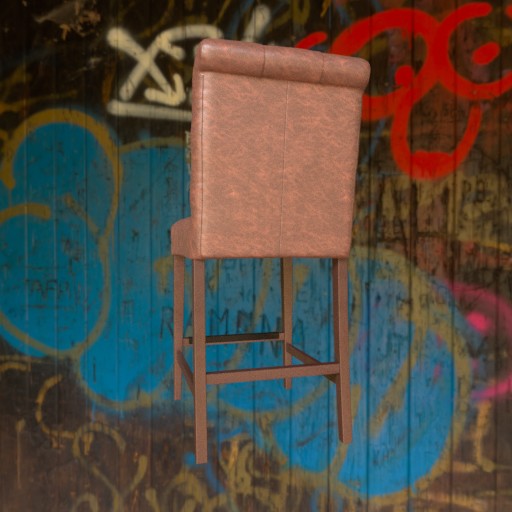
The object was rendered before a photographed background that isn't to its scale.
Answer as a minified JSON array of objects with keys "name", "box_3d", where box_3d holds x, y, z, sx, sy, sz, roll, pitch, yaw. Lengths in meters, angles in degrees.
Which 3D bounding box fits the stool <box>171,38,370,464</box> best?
[{"name":"stool","box_3d":[0.000,0.000,1.432,0.486,1.084,0.660,0,1,-16]}]
